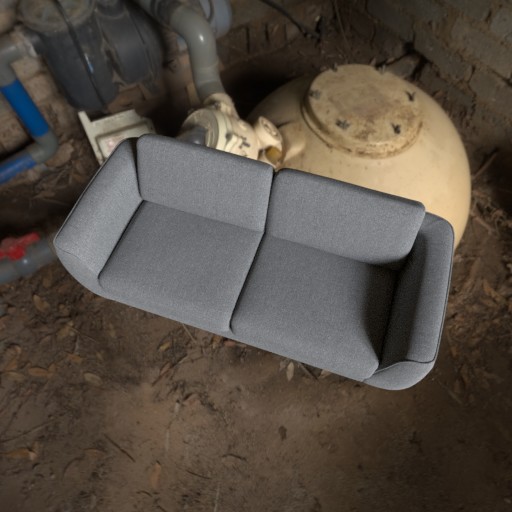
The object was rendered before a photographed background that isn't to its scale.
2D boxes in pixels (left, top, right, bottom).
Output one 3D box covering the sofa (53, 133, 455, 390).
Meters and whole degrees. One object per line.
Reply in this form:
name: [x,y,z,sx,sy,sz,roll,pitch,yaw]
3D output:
sofa: [0.000,0.000,2.480,2.000,0.870,0.920,16,61,9]
